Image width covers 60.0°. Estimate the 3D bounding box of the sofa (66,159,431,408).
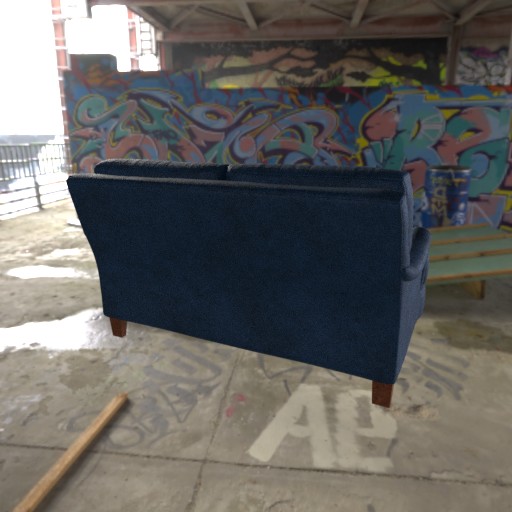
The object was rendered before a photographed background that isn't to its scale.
[{"bbox_3d":[0.000,0.000,2.585,1.853,1.101,1.084,8,17,26],"label":"sofa"}]
